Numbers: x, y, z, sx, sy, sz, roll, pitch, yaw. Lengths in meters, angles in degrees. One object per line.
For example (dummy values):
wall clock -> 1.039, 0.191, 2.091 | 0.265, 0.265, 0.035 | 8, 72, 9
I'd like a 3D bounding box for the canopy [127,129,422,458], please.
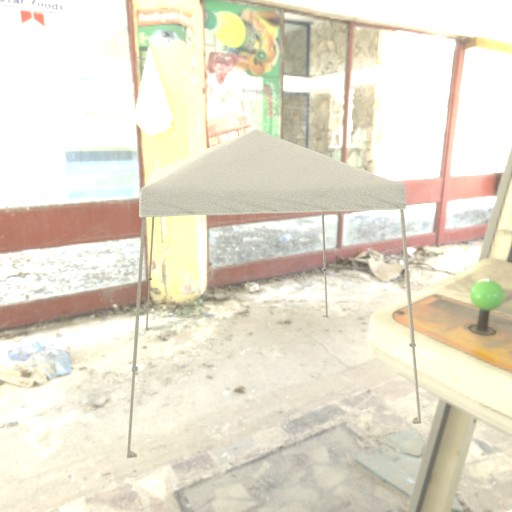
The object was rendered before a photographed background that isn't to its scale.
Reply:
canopy -> 0.000, 0.000, 6.539 | 3.599, 3.600, 3.600 | -3, 15, -10
